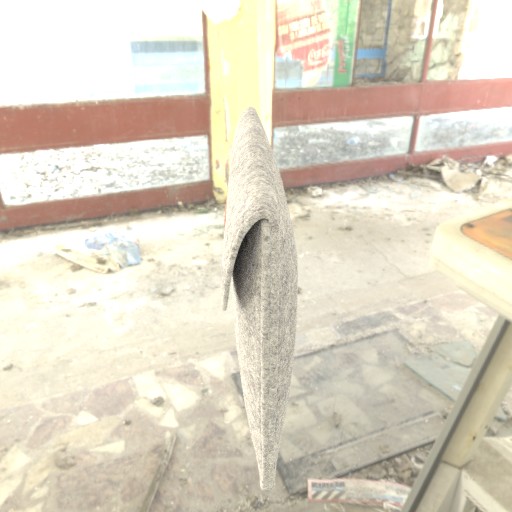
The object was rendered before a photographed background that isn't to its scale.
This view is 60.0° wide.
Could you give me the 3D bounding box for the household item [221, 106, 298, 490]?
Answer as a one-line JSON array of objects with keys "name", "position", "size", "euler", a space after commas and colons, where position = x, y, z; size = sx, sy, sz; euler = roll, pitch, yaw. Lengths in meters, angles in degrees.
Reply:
[{"name": "household item", "position": [0.000, 0.000, 0.419], "size": [0.057, 0.221, 0.335], "euler": [-1, 27, -2]}]
